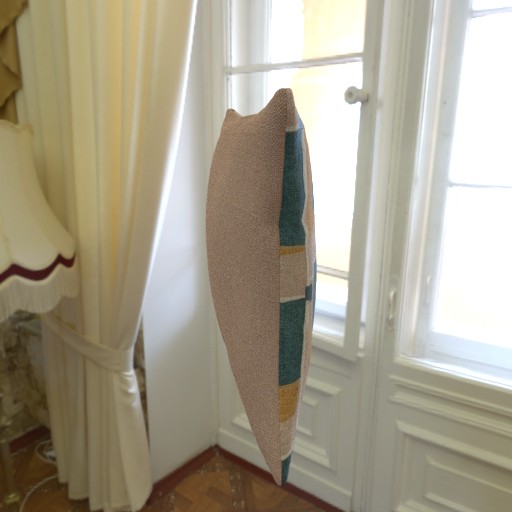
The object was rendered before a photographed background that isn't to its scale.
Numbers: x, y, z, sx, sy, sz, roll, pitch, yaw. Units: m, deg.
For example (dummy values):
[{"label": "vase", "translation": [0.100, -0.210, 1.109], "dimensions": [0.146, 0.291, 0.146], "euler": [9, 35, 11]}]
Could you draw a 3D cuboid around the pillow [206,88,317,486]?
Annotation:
[{"label": "pillow", "translation": [0.000, 0.000, 0.725], "dimensions": [0.158, 0.479, 0.478], "euler": [-3, 16, -10]}]
